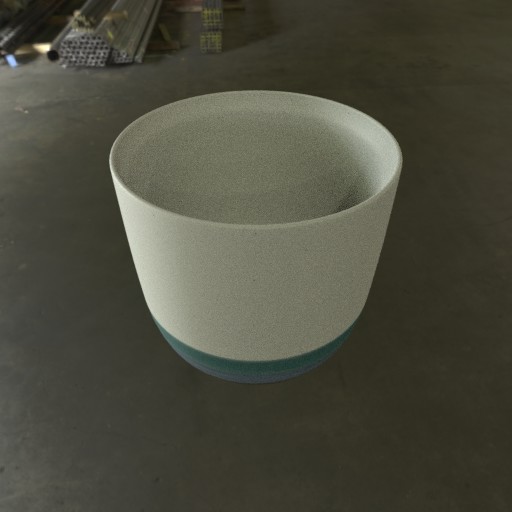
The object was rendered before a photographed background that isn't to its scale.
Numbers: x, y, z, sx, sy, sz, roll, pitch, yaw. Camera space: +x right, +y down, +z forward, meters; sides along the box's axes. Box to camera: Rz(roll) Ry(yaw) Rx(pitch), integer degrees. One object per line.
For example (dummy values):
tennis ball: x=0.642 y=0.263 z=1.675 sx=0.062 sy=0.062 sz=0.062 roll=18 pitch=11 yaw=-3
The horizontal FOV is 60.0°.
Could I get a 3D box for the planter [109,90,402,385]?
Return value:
planter: x=0.000 y=0.000 z=0.386 sx=0.204 sy=0.214 sz=0.204 roll=0 pitch=41 yaw=0
